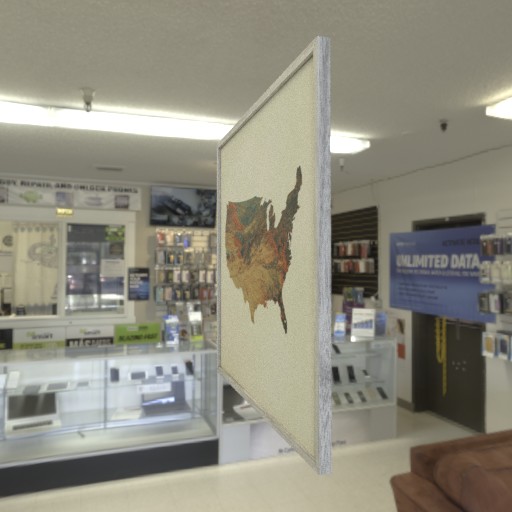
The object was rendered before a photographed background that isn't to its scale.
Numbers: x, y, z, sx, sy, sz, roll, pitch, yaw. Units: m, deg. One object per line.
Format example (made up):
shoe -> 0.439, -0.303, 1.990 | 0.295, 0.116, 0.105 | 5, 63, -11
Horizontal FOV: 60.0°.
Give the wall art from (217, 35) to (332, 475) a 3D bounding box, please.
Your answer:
wall art -> 0.000, 0.000, 0.753 | 0.016, 0.507, 0.508 | 0, -1, -18
